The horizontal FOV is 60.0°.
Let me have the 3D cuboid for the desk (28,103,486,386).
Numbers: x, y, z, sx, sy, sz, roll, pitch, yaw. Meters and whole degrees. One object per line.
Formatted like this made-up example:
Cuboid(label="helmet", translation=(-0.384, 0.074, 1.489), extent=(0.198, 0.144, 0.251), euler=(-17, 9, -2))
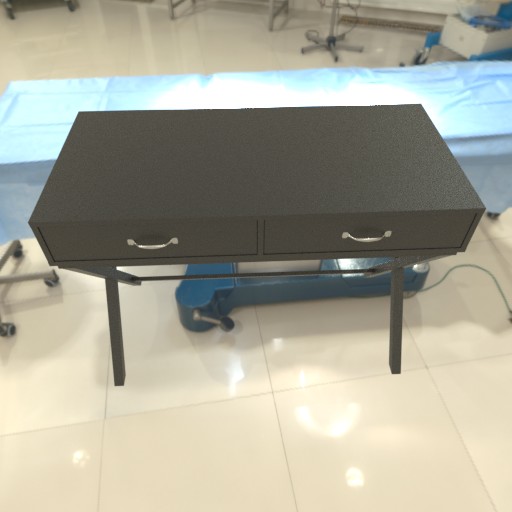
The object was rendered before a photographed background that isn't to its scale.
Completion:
Cuboid(label="desk", translation=(0.000, 0.000, 1.469), extent=(1.057, 0.780, 0.525), euler=(-2, 47, -2))
